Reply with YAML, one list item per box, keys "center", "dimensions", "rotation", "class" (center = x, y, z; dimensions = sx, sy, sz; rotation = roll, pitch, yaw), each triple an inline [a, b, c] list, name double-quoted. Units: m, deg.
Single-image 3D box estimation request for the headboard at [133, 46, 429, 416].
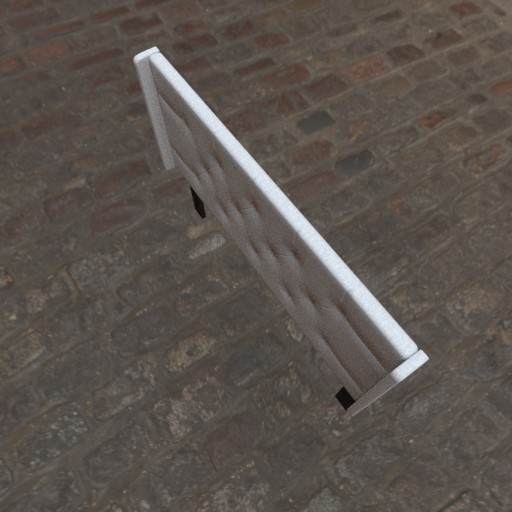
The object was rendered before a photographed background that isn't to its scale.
- center: [0.000, 0.000, 2.648]
  dimensions: [0.184, 1.524, 2.051]
  rotation: [-31, 67, -15]
  class: "headboard"
